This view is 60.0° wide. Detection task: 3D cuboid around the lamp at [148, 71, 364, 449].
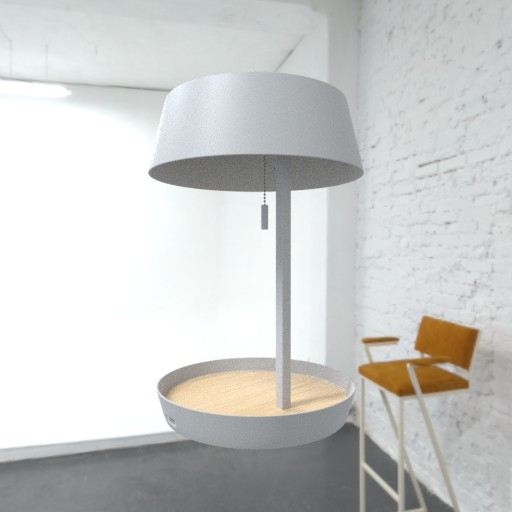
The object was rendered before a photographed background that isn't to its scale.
[{"bbox_3d":[0.000,0.000,0.615,0.291,0.429,0.291,0,0,0],"label":"lamp"}]
